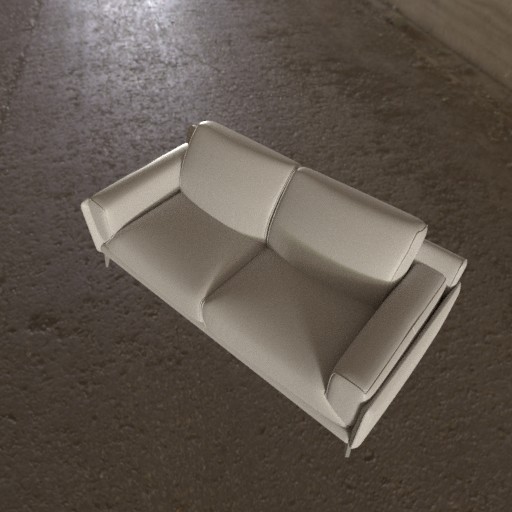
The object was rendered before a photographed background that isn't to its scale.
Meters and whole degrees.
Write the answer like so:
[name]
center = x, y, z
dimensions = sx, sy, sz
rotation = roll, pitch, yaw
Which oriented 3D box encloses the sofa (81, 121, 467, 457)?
[sofa]
center = 0.000, 0.000, 2.630
dimensions = 2.101, 0.930, 1.049
rotation = 32, 55, 26
